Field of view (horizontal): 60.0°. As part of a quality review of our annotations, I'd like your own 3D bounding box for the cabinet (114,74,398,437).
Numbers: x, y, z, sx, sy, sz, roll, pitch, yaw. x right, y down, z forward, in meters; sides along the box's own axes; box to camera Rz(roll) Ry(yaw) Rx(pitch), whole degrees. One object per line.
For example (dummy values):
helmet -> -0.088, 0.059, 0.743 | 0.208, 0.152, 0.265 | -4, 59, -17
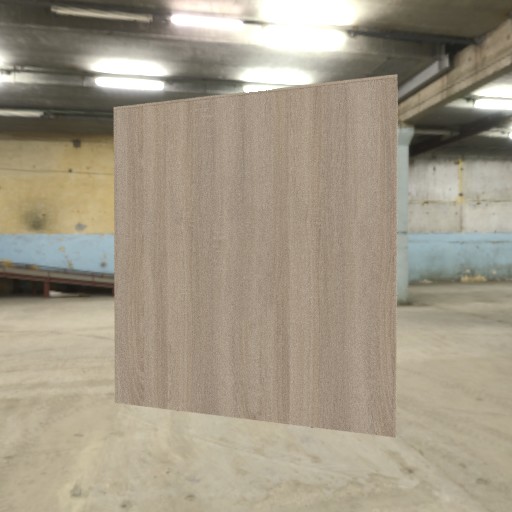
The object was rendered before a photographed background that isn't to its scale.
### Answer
cabinet -> 0.000, 0.000, 3.089 | 1.870, 2.060, 0.620 | 0, 1, 18
